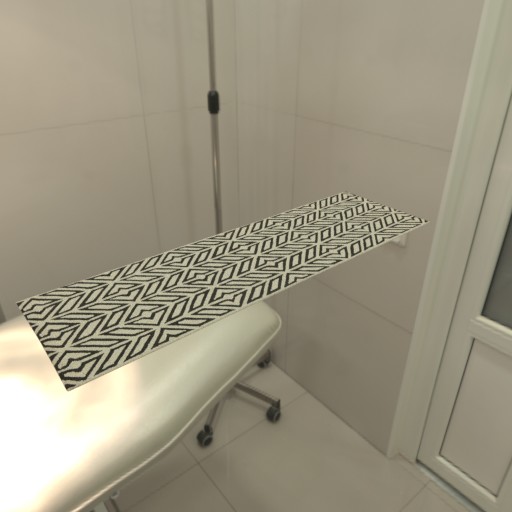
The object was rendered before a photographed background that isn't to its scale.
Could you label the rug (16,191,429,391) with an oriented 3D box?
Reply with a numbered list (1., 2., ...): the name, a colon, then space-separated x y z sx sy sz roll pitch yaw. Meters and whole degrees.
1. rug: 0.000 0.000 2.594 2.435 0.009 0.750 -21 35 -33
